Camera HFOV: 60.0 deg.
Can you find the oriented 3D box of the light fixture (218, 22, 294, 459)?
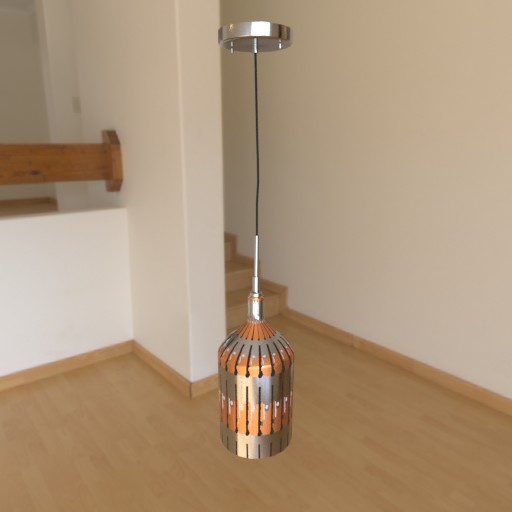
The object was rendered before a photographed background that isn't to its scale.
[{"bbox_3d":[0.000,0.000,1.658,0.303,1.535,0.303,0,14,0],"label":"light fixture"}]
